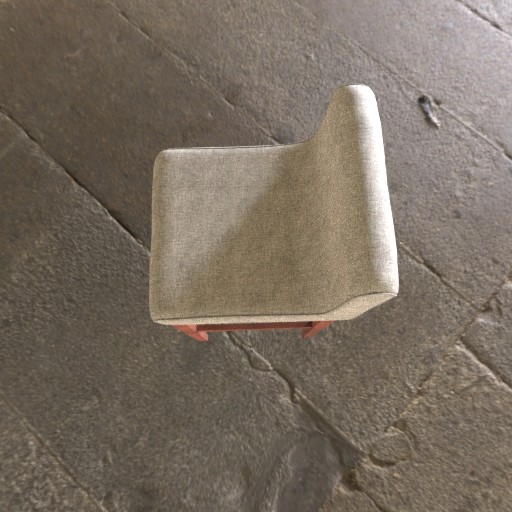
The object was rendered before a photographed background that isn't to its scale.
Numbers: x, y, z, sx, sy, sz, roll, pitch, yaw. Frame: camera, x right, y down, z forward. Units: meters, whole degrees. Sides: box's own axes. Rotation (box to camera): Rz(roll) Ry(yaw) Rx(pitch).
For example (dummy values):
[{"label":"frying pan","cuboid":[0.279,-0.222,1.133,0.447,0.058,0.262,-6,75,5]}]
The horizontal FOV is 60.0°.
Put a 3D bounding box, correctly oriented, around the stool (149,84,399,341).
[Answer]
[{"label":"stool","cuboid":[0.000,0.000,1.264,0.499,0.965,0.426,-2,74,-1]}]
